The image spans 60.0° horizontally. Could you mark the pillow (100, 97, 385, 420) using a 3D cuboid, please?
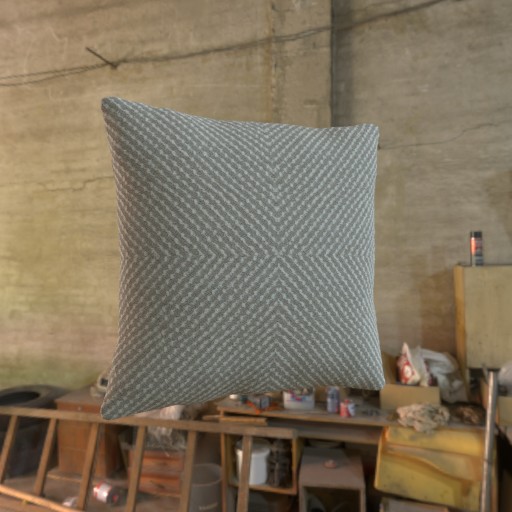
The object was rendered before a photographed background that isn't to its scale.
[{"bbox_3d":[0.000,0.000,0.693,0.459,0.458,0.181,0,0,-18],"label":"pillow"}]
